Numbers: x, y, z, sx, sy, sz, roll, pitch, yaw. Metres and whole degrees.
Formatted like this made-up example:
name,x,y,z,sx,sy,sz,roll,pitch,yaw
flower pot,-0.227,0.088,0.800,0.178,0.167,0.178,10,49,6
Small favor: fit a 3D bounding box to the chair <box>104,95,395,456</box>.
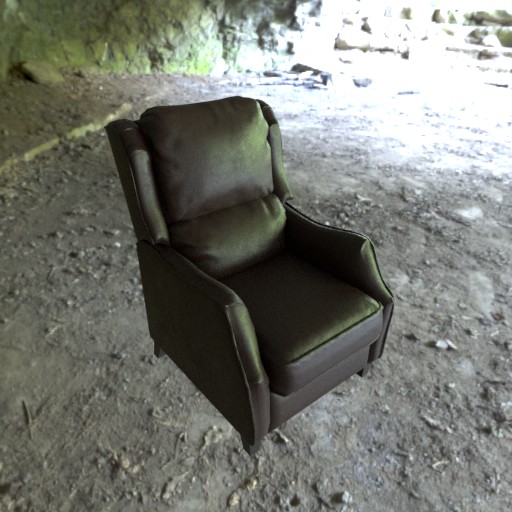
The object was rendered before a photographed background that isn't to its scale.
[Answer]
name,x,y,z,sx,sy,sz,roll,pitch,yaw
chair,0.000,0.000,1.815,0.770,1.132,0.982,-22,36,-33
